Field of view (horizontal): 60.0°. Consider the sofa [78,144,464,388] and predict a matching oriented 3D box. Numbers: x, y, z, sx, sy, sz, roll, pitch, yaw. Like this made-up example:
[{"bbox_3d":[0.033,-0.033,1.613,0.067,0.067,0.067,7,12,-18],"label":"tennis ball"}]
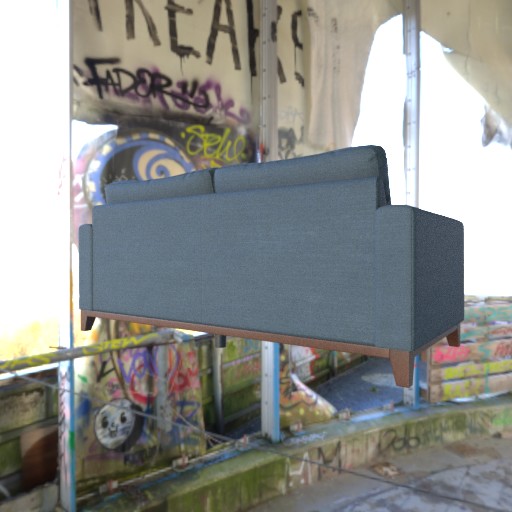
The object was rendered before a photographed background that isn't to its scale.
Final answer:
[{"bbox_3d":[0.000,0.000,2.356,1.900,0.865,0.877,0,1,36],"label":"sofa"}]
